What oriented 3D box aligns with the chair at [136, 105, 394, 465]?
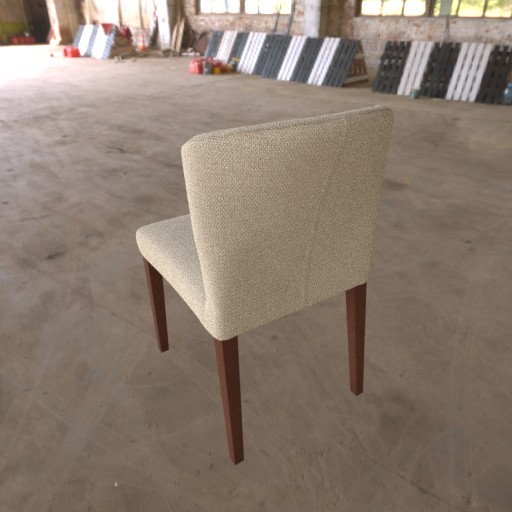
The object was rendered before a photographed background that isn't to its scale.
[{"bbox_3d":[0.000,0.000,1.184,0.491,0.839,0.589,-18,34,-28],"label":"chair"}]
